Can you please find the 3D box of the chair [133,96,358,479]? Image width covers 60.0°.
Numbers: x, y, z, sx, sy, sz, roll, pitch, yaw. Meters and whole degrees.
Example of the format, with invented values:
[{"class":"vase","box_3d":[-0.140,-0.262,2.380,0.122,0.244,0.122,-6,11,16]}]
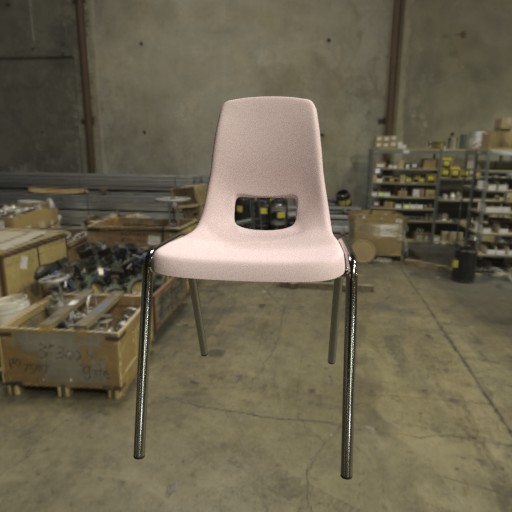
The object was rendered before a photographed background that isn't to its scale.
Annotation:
[{"class":"chair","box_3d":[0.000,0.000,0.889,0.381,0.653,0.436,2,13,8]}]
